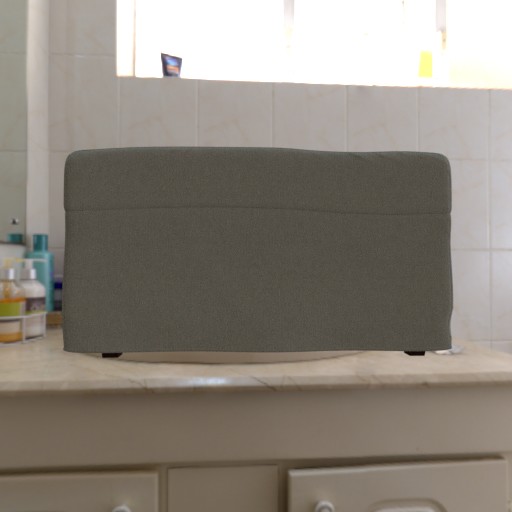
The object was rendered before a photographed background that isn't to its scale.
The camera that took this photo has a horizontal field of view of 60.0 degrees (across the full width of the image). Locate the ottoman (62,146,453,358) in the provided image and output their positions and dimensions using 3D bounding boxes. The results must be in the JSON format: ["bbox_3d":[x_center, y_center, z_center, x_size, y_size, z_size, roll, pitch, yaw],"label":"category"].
[{"bbox_3d":[0.000,0.000,1.238,0.833,0.461,0.648,0,-1,-2],"label":"ottoman"}]
